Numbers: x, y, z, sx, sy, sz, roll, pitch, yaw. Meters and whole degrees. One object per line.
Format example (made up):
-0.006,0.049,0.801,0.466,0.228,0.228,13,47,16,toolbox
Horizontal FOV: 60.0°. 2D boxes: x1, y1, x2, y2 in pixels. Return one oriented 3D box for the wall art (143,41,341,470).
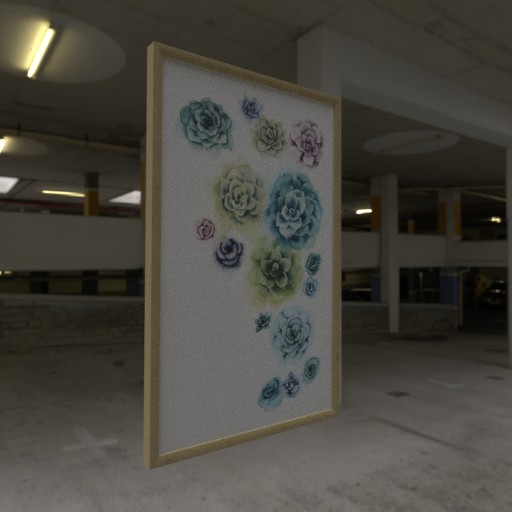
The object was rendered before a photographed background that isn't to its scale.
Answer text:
0.000,0.000,0.997,0.510,0.810,0.039,1,-1,-36,wall art
